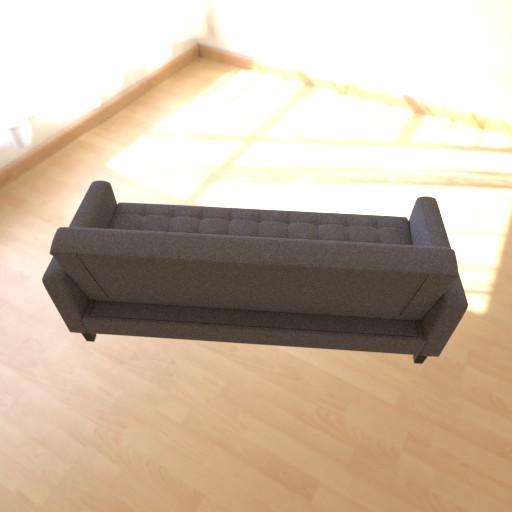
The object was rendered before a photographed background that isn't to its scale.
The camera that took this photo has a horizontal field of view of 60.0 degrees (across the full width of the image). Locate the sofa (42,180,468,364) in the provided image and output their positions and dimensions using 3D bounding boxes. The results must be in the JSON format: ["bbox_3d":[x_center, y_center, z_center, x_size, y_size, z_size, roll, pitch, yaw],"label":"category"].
[{"bbox_3d":[0.000,0.000,2.464,2.040,0.850,0.810,3,48,3],"label":"sofa"}]
